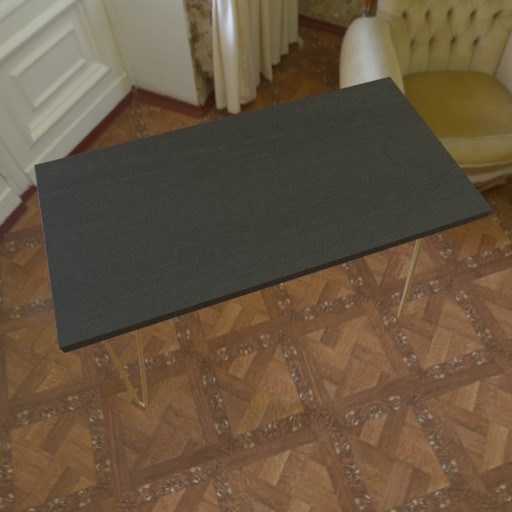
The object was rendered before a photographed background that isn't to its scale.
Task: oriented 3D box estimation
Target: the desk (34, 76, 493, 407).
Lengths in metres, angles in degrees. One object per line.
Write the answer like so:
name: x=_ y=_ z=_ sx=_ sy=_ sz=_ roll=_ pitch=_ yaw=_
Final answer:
desk: x=0.000 y=0.000 z=1.349 sx=0.991 sy=0.660 sz=0.499 roll=-17 pitch=61 yaw=-10
